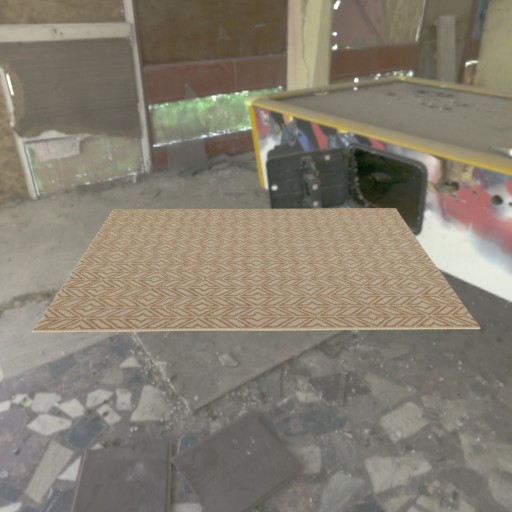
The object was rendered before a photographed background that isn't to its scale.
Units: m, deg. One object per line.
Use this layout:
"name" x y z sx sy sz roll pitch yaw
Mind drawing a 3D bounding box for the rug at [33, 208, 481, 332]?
"rug" 0.000 0.000 2.335 1.828 0.007 1.220 0 30 -1
